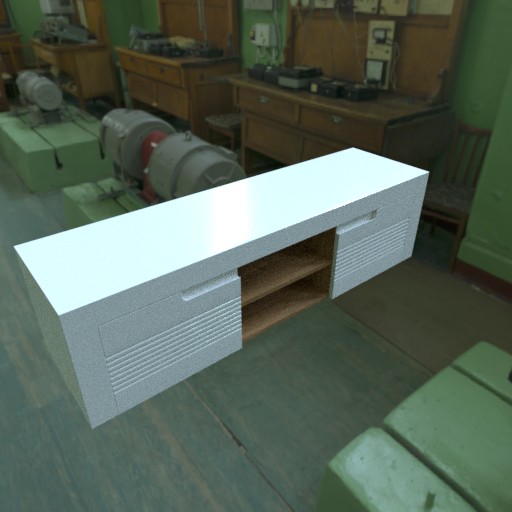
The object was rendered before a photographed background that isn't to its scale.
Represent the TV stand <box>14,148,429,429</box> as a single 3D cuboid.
[{"bbox_3d":[0.000,0.000,1.682,1.500,0.440,0.410,-22,38,-32],"label":"TV stand"}]
